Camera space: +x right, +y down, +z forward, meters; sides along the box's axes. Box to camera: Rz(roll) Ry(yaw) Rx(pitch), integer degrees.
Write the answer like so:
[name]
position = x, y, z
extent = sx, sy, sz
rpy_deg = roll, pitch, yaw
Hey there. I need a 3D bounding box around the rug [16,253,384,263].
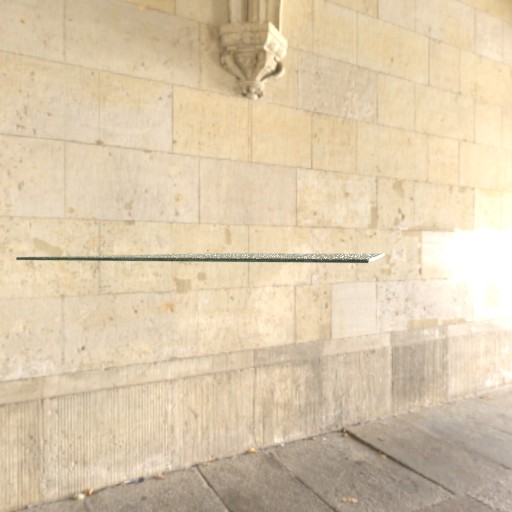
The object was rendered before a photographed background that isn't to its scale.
[rug]
position = 0.000, 0.000, 2.251
extent = 1.212, 0.010, 1.811
rpy_deg = 0, 1, 17
